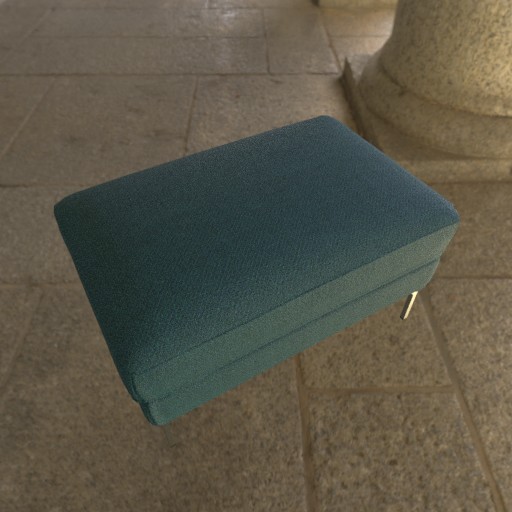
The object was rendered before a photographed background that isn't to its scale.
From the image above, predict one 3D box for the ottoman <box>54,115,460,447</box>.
[{"bbox_3d":[0.000,0.000,1.187,0.856,0.498,0.563,-23,51,-20],"label":"ottoman"}]
